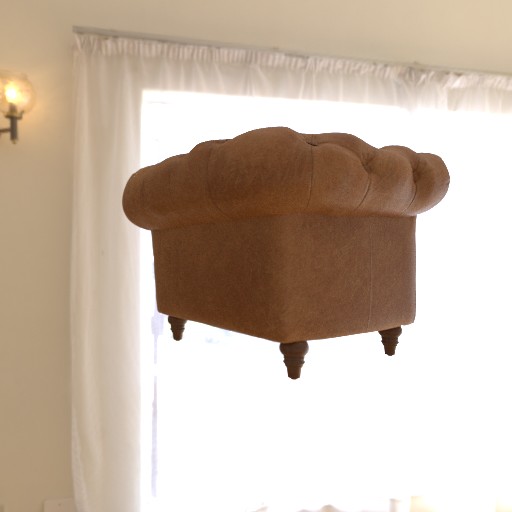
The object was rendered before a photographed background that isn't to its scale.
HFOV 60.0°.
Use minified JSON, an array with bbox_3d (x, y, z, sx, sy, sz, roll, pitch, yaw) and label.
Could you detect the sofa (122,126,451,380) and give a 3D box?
[{"bbox_3d":[0.000,0.000,2.050,1.033,0.878,1.405,0,0,-37],"label":"sofa"}]
